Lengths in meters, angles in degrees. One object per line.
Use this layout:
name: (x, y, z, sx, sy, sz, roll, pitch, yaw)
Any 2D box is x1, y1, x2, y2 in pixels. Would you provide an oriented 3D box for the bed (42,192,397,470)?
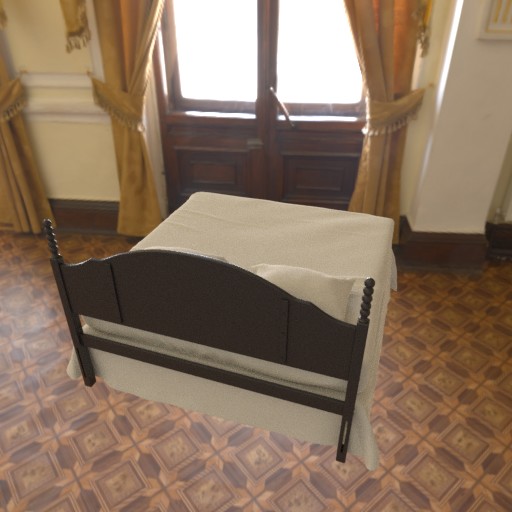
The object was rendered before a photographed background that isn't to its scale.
bed: (0.000, 0.000, 3.540, 2.322, 1.355, 2.219, 10, 33, 16)
